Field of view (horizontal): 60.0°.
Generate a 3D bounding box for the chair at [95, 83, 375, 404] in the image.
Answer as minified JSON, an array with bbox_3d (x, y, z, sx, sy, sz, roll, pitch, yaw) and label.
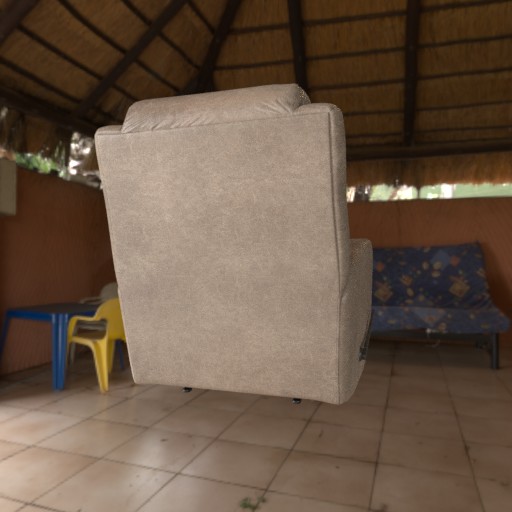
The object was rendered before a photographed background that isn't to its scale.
[{"bbox_3d":[0.000,0.000,1.922,0.967,1.116,1.068,0,0,18],"label":"chair"}]
